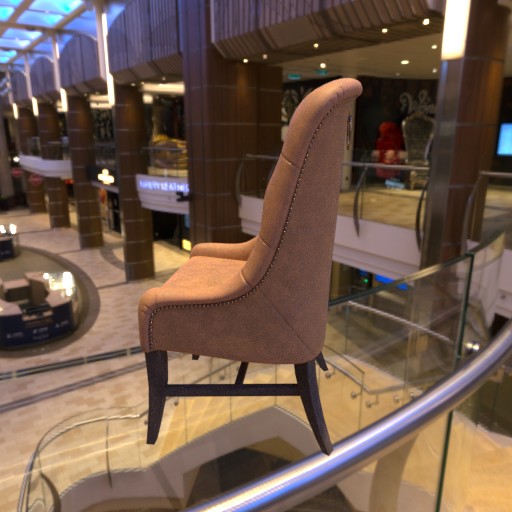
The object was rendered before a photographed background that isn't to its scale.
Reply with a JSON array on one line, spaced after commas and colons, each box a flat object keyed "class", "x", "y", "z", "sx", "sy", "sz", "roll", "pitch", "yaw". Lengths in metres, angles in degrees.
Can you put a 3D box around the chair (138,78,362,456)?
[{"class": "chair", "x": 0.000, "y": 0.000, "z": 1.483, "sx": 0.629, "sy": 1.091, "sz": 0.634, "roll": 2, "pitch": 16, "yaw": 7}]
